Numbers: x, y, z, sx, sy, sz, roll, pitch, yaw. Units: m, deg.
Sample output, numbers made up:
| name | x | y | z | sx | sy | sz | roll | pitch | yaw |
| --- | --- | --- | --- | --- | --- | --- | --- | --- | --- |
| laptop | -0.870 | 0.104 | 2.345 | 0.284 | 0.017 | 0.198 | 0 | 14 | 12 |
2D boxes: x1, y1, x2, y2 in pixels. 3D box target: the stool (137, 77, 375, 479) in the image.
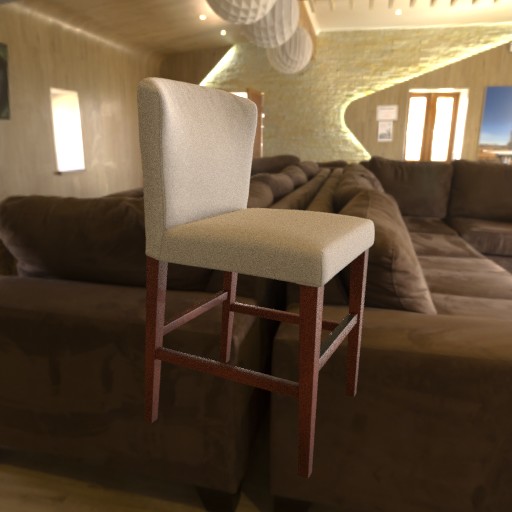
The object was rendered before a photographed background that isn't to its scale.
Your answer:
| name | x | y | z | sx | sy | sz | roll | pitch | yaw |
| --- | --- | --- | --- | --- | --- | --- | --- | --- | --- |
| stool | 0.000 | 0.000 | 1.263 | 0.568 | 0.968 | 0.479 | 7 | 16 | 27 |
